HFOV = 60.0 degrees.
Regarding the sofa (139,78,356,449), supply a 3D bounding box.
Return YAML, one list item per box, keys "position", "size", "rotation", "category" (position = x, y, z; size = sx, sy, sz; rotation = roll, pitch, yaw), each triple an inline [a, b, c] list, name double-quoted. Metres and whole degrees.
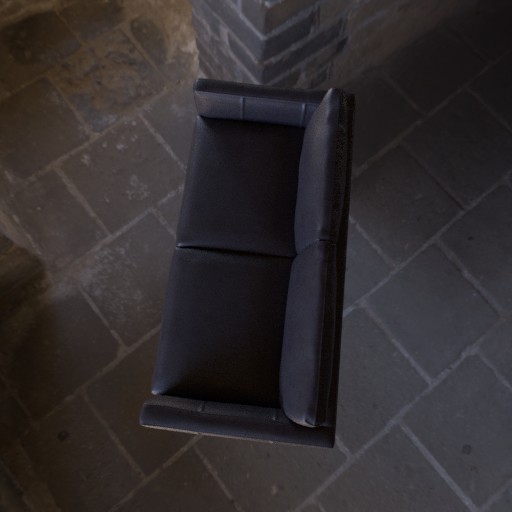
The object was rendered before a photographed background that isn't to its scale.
- position: [0.000, 0.000, 2.361]
  size: [0.947, 0.883, 1.805]
  rotation: [4, 76, 1]
  category: "sofa"
